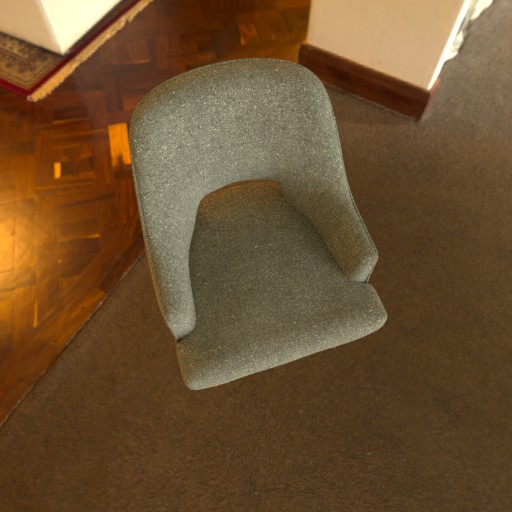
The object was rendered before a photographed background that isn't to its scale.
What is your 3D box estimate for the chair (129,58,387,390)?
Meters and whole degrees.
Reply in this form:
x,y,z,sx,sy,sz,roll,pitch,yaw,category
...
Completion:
x,y,z,sx,sy,sz,roll,pitch,yaw,category
0.000,0.000,1.309,0.608,0.875,0.629,-16,63,-9,chair
